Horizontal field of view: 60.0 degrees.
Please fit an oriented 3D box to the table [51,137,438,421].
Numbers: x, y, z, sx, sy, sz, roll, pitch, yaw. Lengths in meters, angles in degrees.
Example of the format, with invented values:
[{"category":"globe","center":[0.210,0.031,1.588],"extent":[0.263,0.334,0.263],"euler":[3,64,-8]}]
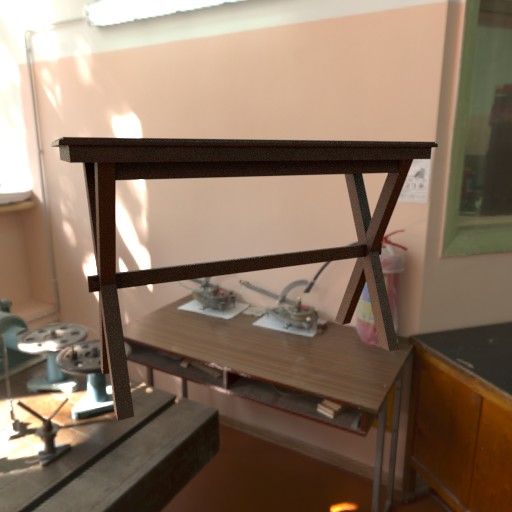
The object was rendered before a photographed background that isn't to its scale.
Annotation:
[{"category":"table","center":[0.000,0.000,1.523],"extent":[1.197,0.763,0.399],"euler":[-6,15,-26]}]
